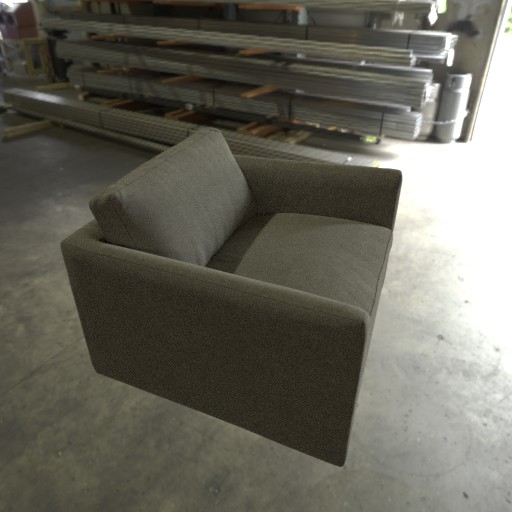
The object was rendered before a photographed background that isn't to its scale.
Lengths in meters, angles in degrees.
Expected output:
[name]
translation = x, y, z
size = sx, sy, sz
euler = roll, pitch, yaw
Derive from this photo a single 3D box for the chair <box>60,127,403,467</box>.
[chair]
translation = 0.000, 0.000, 1.895
size = 1.091, 0.845, 1.190
euler = 11, 33, 17
